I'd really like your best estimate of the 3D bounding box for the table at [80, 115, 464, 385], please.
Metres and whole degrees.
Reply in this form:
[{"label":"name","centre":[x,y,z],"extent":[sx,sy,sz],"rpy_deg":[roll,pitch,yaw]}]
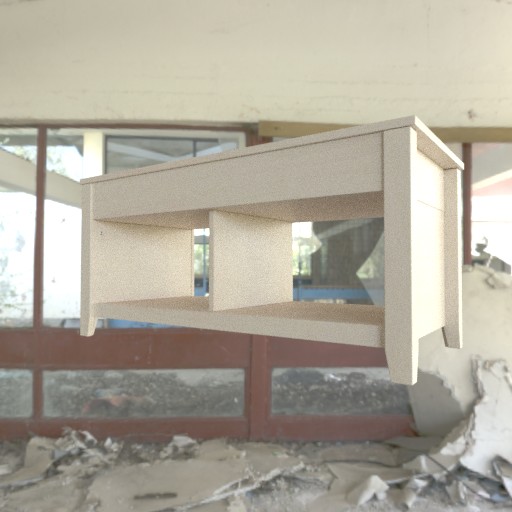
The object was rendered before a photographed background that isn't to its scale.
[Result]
[{"label":"table","centre":[0.000,0.000,1.265],"extent":[1.016,0.483,0.457],"rpy_deg":[-1,-2,35]}]
